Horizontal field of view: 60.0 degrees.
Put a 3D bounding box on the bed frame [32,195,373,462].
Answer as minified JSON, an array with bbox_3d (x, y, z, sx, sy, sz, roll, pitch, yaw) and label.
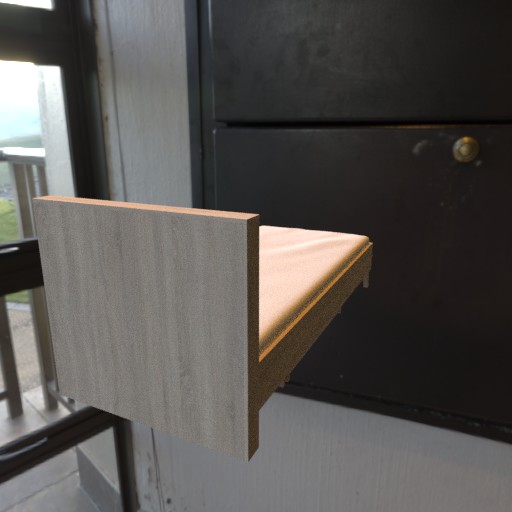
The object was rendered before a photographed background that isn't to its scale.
[{"bbox_3d":[0.000,0.000,2.655,0.990,0.920,2.140,8,18,25],"label":"bed frame"}]
